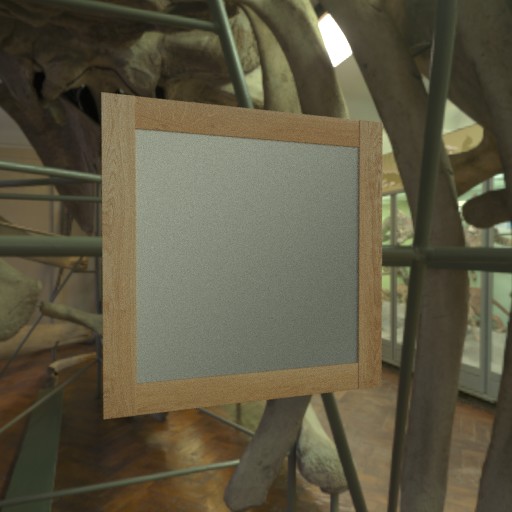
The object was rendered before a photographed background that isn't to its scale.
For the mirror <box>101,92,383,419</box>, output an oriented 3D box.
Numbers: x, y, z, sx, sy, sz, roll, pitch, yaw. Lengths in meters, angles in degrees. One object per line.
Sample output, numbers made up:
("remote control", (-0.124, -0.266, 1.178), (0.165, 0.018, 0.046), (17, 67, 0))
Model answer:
("mirror", (0.000, 0.000, 1.222), (0.800, 0.800, 0.020), (0, 1, -19))
